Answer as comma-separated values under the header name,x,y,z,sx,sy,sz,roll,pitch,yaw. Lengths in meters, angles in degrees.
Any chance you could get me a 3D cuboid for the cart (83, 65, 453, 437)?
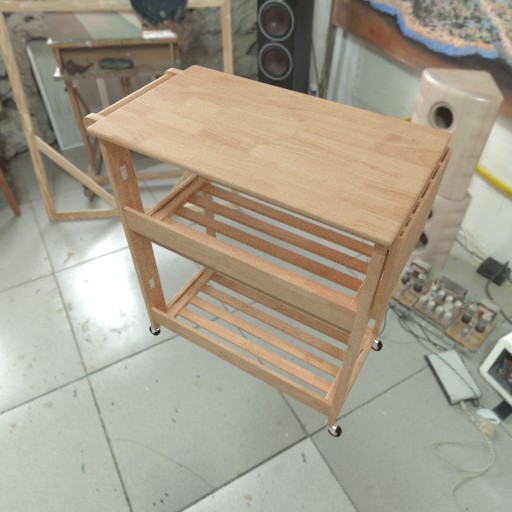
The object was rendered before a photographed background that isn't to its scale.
name,x,y,z,sx,sy,sz,roll,pitch,yaw
cart,0.000,0.000,1.369,0.853,0.879,0.432,23,50,21
